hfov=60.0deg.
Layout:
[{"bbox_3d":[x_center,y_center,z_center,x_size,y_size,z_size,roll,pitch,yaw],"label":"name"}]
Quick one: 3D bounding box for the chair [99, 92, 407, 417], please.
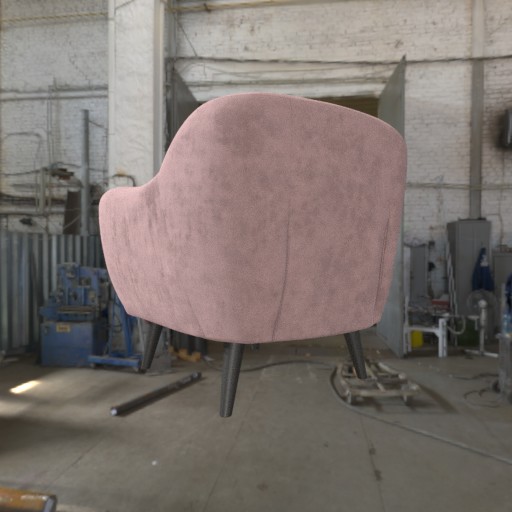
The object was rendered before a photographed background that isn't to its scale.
[{"bbox_3d":[0.000,0.000,1.495,0.840,0.820,0.820,-1,1,-37],"label":"chair"}]
